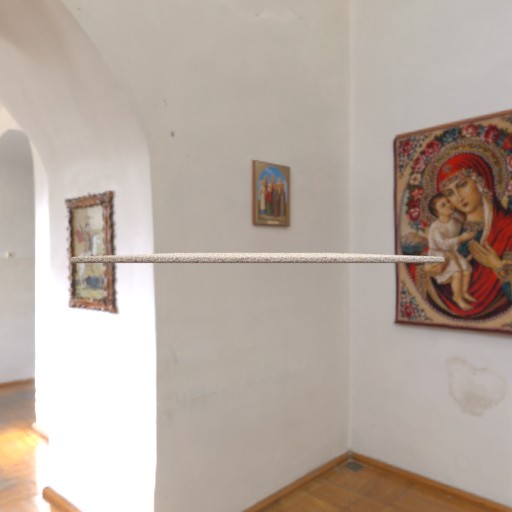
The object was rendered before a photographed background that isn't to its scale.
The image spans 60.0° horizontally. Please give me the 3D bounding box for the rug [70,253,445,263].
[{"bbox_3d":[0.000,0.000,3.456,1.778,0.030,2.743,0,1,0],"label":"rug"}]
